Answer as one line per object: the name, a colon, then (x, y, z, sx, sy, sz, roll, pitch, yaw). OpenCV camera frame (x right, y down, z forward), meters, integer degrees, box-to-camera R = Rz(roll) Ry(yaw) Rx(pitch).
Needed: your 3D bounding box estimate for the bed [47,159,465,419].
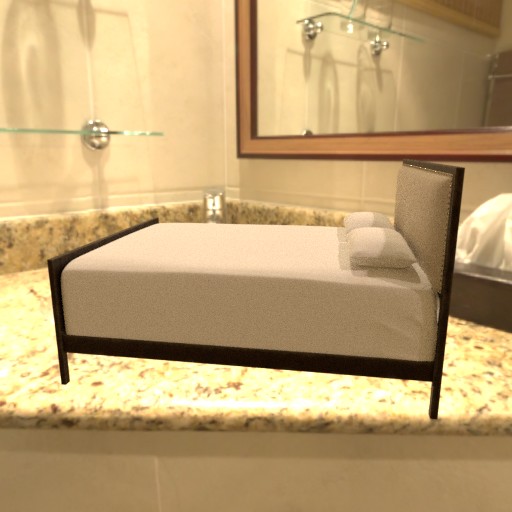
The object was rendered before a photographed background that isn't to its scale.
bed: (0.000, 0.000, 3.142, 2.221, 1.313, 1.607, 2, 14, 9)
